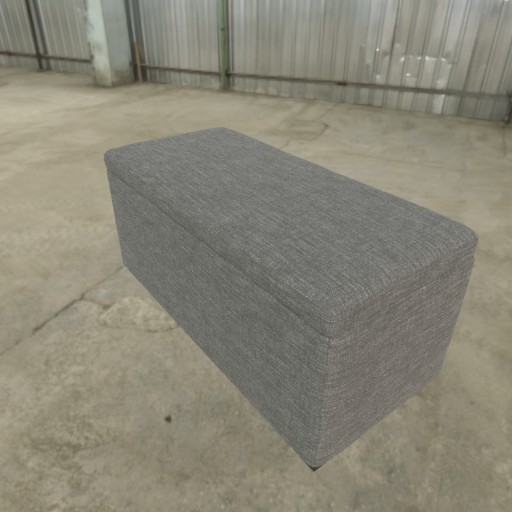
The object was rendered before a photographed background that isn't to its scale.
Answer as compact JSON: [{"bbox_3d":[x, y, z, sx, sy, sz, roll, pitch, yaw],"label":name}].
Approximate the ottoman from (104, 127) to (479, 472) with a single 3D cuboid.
[{"bbox_3d":[0.000,0.000,1.117,0.419,0.432,0.902,-22,38,-31],"label":"ottoman"}]
